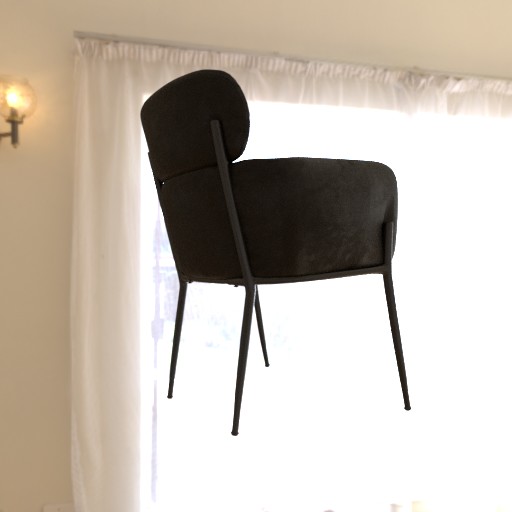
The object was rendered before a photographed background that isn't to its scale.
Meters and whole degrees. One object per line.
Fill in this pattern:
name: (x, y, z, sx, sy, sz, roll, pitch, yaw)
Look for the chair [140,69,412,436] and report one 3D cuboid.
chair: (0.000, 0.000, 1.249, 0.604, 0.818, 0.640, 1, -1, -37)
